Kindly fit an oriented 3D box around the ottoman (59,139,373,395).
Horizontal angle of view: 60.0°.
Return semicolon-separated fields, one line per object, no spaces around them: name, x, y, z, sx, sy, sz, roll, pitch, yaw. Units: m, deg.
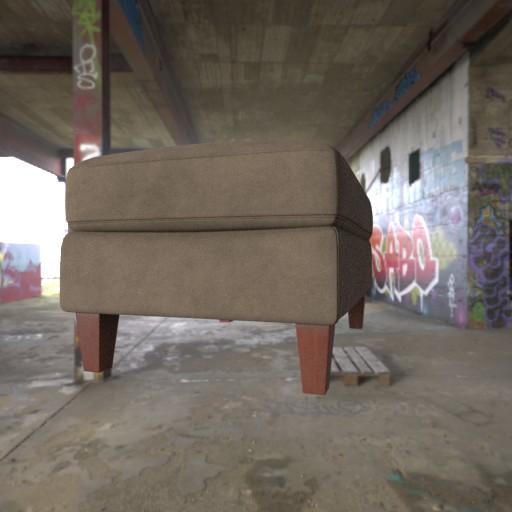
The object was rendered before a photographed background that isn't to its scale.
ottoman;0.000;0.000;1.215;0.584;0.483;0.864;0;0;18
